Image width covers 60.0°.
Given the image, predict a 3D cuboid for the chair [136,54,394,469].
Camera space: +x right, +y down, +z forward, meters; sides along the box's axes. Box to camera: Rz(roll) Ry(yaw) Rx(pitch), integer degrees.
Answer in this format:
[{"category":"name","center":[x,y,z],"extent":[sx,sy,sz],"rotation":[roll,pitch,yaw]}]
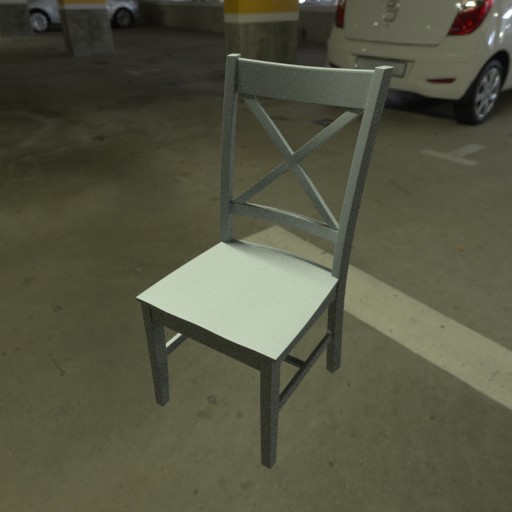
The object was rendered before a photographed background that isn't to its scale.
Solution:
[{"category":"chair","center":[0.000,0.000,1.268],"extent":[0.485,0.983,0.542],"rotation":[18,35,28]}]
